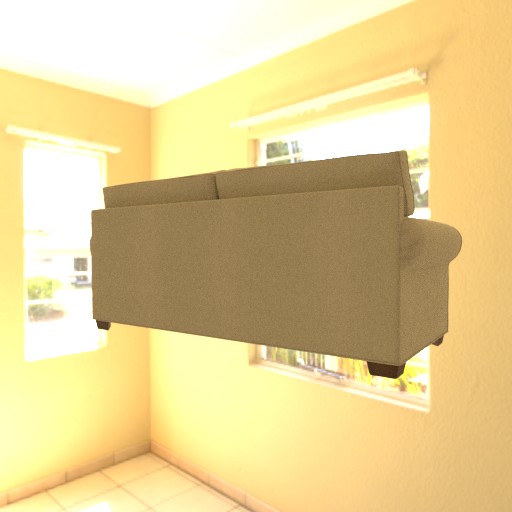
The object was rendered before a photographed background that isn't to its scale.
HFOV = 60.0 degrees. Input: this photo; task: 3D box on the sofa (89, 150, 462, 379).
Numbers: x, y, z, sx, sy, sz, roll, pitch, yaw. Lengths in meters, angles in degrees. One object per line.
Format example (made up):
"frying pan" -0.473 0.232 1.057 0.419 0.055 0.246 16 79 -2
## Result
"sofa" 0.000 0.000 2.672 2.146 0.962 0.901 1 1 35
